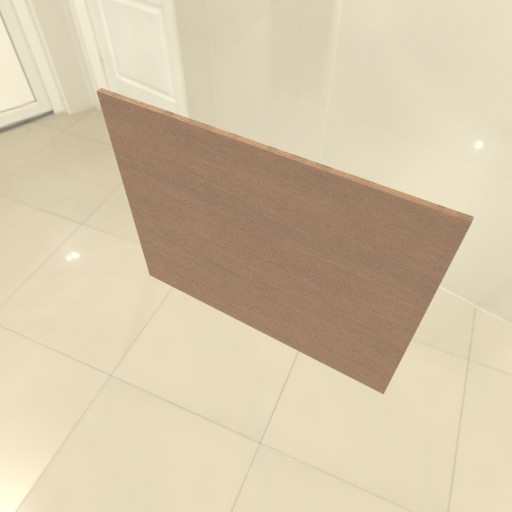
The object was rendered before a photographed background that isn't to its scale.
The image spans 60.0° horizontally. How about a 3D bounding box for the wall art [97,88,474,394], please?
[{"bbox_3d":[0.000,0.000,0.685,0.508,0.408,0.010,24,53,20],"label":"wall art"}]
